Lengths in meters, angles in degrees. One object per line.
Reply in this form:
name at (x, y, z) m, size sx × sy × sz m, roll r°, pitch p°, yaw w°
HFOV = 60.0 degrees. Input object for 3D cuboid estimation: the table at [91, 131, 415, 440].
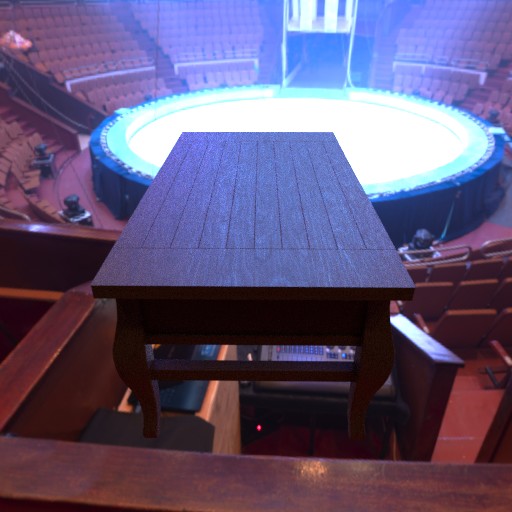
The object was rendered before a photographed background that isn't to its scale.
table at (0.000, 0.000, 1.377) m, size 0.600 × 0.494 × 1.062 m, roll 0°, pitch 30°, yaw 1°
